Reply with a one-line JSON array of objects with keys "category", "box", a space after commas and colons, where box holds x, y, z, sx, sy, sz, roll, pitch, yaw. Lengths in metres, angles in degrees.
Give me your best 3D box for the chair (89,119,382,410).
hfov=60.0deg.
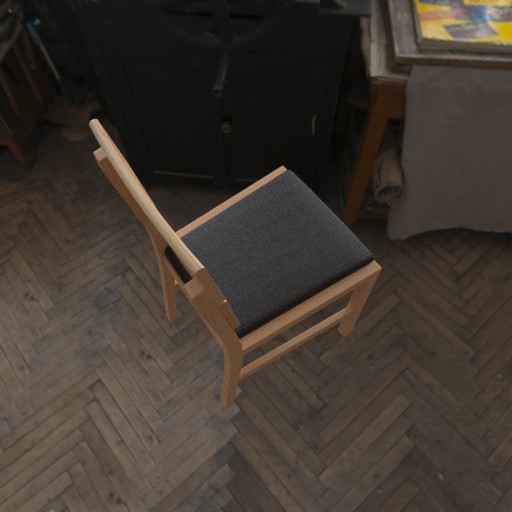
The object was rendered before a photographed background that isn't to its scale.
[{"category": "chair", "box": [0.000, 0.000, 1.281, 0.560, 0.950, 0.475, -30, 63, -17]}]
